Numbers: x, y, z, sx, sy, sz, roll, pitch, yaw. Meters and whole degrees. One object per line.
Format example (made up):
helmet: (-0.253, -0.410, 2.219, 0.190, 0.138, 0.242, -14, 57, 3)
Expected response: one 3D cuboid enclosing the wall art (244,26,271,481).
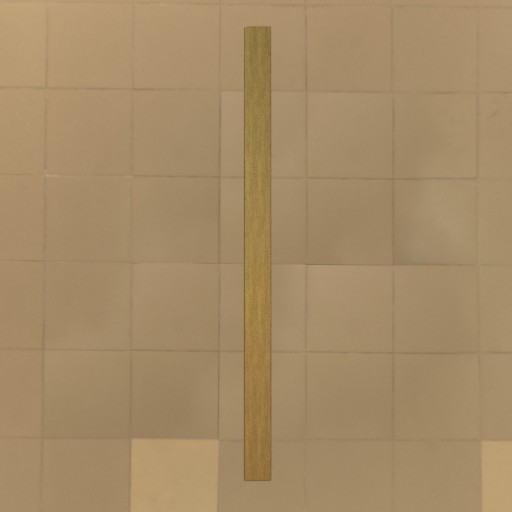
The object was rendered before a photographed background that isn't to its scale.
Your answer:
wall art: (0.000, 0.000, 0.742, 0.030, 0.506, 0.503, 0, 89, 0)
